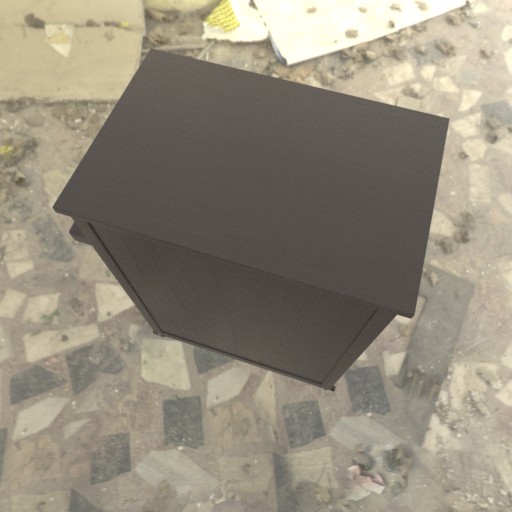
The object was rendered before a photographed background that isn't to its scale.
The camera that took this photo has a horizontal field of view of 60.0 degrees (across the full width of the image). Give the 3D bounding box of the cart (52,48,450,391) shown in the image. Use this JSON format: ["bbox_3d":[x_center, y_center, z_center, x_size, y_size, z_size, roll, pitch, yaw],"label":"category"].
[{"bbox_3d":[0.000,0.000,1.248,0.690,0.878,0.449,16,65,8],"label":"cart"}]
